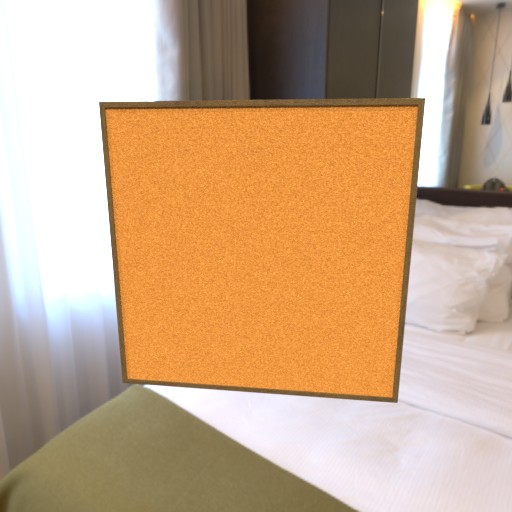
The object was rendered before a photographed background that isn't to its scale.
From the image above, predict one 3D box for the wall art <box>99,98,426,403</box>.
[{"bbox_3d":[0.000,0.000,0.765,0.507,0.507,0.037,2,15,7],"label":"wall art"}]
